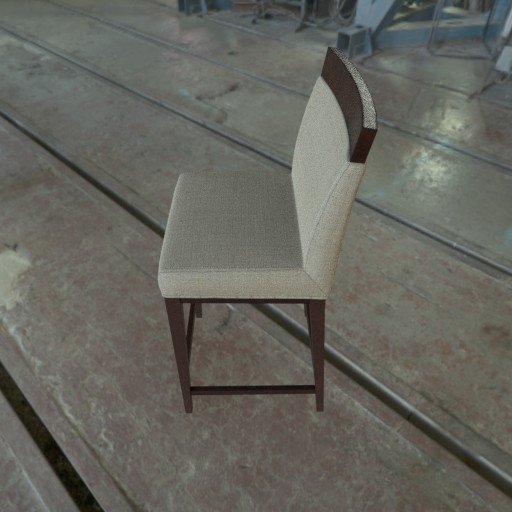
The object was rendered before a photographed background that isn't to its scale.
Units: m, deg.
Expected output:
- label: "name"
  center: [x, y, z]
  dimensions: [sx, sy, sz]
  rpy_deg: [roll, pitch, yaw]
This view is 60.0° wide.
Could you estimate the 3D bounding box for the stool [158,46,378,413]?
- label: "stool"
  center: [0.000, 0.000, 1.285]
  dimensions: [0.480, 1.011, 0.463]
  rpy_deg: [-1, 42, -1]
